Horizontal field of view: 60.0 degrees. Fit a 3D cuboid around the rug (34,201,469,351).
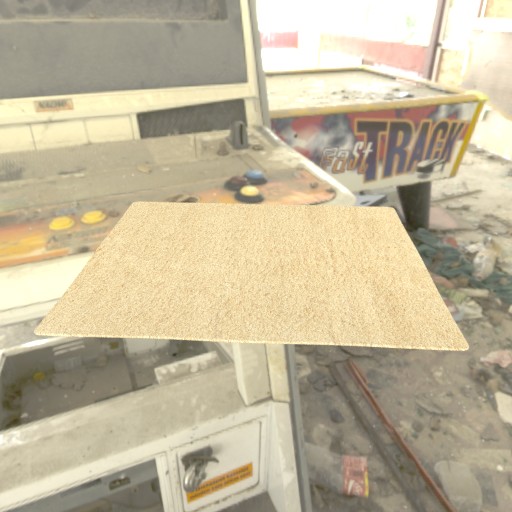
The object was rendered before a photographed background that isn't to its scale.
[{"bbox_3d":[0.000,0.000,4.071,3.001,0.025,2.401,2,29,3],"label":"rug"}]
